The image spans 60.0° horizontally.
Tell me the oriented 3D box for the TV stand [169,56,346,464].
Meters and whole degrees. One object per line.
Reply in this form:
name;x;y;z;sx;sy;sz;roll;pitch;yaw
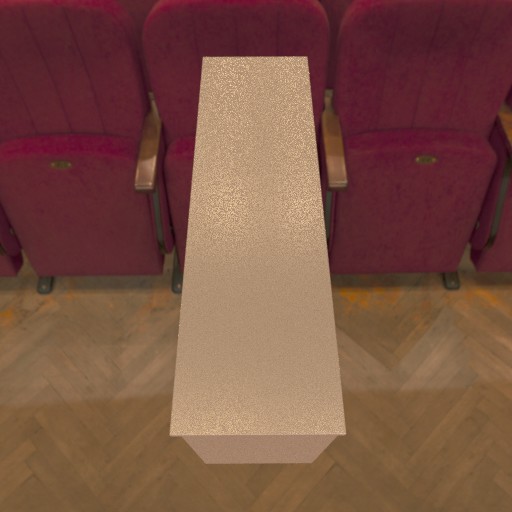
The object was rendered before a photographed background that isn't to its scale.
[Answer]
TV stand;0.000;0.000;1.416;0.344;0.603;1.167;0;59;0
